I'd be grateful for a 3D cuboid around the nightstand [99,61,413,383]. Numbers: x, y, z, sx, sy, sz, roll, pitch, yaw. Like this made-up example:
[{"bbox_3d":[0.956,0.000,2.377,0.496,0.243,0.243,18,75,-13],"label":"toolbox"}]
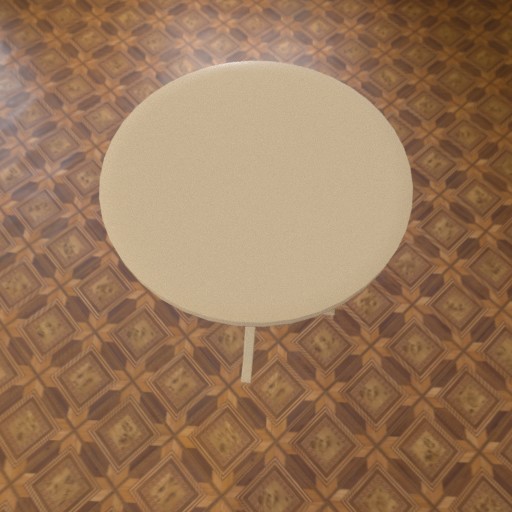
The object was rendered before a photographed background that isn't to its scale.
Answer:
[{"bbox_3d":[0.000,0.000,1.026,0.513,0.653,0.513,14,66,7],"label":"nightstand"}]
